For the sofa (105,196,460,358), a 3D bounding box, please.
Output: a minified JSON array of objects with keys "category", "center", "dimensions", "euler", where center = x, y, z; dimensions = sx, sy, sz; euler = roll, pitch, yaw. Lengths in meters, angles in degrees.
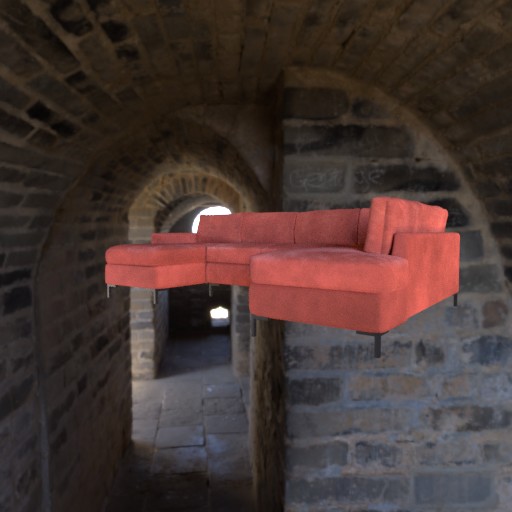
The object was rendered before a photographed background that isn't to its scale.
[{"category":"sofa","center":[0.000,0.000,3.837],"dimensions":[2.971,0.858,1.981],"euler":[2,4,36]}]
